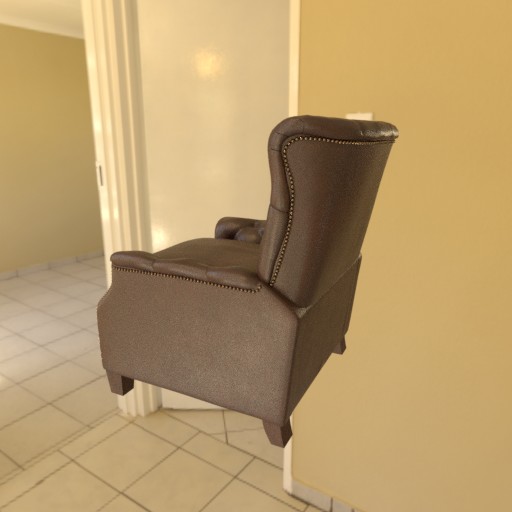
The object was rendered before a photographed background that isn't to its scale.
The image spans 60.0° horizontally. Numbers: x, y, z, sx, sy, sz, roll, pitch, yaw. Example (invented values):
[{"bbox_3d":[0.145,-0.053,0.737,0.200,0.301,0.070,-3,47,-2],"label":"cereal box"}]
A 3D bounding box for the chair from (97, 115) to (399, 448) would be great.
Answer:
[{"bbox_3d":[0.000,0.000,1.479,0.823,0.864,0.709,7,17,25],"label":"chair"}]
